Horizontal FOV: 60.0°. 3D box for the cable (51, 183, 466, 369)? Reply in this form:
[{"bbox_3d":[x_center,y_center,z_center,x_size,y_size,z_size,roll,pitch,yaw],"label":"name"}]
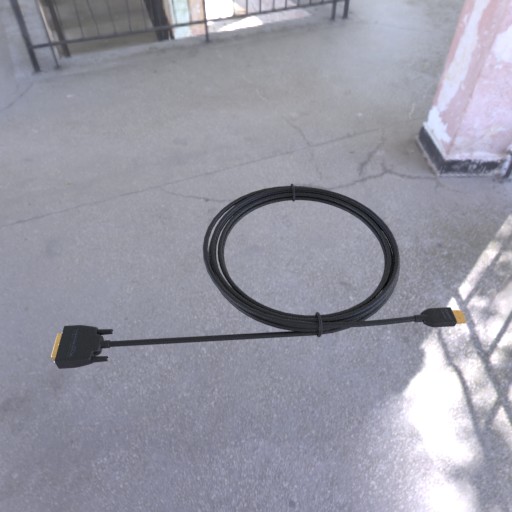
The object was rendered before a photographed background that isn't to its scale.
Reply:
[{"bbox_3d":[0.000,0.000,0.527,0.422,0.030,0.257,-3,47,-3],"label":"cable"}]
